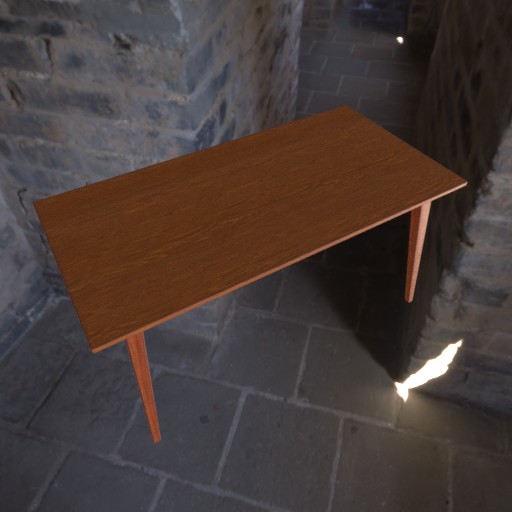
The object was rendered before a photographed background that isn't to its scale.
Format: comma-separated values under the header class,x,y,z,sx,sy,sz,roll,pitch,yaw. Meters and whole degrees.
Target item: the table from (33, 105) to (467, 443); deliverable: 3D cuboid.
class,x,y,z,sx,sy,sz,roll,pitch,yaw
table,0.000,0.000,2.096,1.609,0.755,0.811,-23,50,-21
